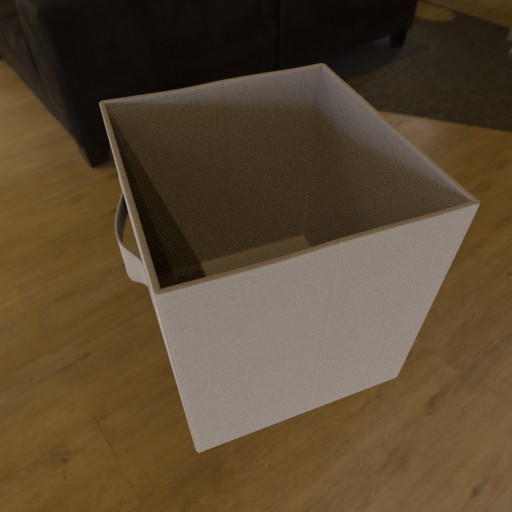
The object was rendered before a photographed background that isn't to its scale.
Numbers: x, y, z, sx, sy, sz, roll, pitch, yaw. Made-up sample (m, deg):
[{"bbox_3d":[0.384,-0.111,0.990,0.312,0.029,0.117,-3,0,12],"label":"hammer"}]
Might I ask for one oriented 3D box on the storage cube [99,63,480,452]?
[{"bbox_3d":[0.000,0.000,0.490,0.270,0.280,0.270,-16,49,-14],"label":"storage cube"}]
